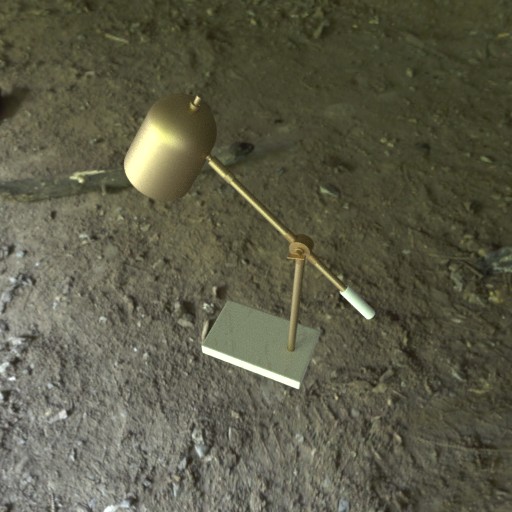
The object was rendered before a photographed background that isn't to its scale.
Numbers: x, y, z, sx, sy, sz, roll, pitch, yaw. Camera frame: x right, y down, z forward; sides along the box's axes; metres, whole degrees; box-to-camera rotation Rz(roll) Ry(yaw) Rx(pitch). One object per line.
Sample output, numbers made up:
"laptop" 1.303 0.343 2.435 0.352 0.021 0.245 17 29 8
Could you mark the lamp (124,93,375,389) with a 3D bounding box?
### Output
"lamp" 0.000 0.000 0.830 0.471 0.603 0.144 17 49 15
